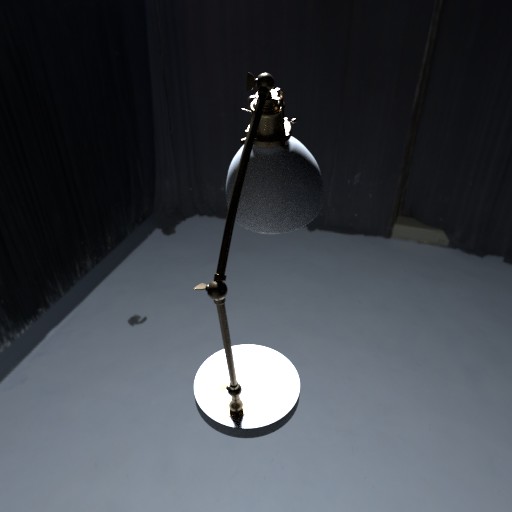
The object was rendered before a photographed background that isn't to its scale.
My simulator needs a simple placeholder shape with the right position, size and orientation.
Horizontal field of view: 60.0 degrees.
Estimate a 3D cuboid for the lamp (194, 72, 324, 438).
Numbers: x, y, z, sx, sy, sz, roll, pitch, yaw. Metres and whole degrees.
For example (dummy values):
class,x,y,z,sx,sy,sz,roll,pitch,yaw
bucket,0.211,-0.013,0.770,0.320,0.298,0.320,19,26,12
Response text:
class,x,y,z,sx,sy,sz,roll,pitch,yaw
lamp,0.000,0.000,0.684,0.186,0.522,0.317,11,35,16
